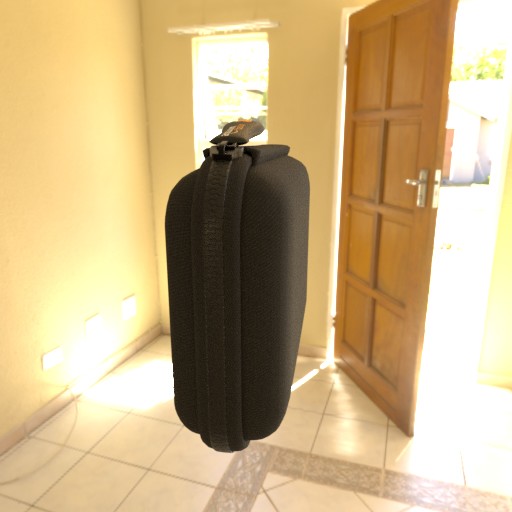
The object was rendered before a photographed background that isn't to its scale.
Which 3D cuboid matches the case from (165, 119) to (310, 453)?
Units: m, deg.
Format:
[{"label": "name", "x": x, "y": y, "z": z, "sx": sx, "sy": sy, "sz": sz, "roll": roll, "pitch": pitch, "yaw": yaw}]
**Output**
[{"label": "case", "x": 0.000, "y": 0.000, "z": 0.181, "sx": 0.038, "sy": 0.105, "sz": 0.132, "roll": 2, "pitch": 15, "yaw": 9}]
